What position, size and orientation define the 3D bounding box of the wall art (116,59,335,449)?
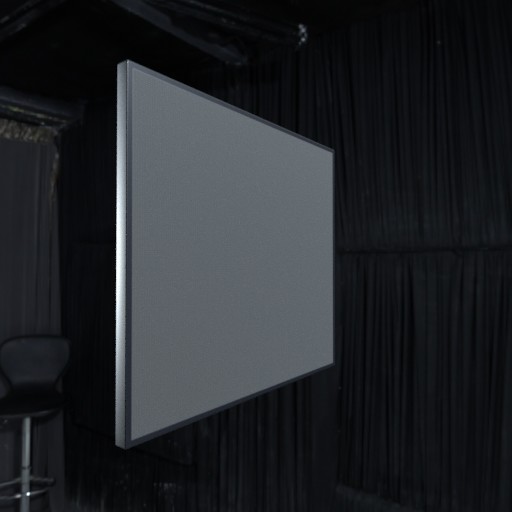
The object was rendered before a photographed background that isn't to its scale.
[{"bbox_3d":[0.000,0.000,0.723,0.018,0.450,0.521,-1,-1,37],"label":"wall art"}]
